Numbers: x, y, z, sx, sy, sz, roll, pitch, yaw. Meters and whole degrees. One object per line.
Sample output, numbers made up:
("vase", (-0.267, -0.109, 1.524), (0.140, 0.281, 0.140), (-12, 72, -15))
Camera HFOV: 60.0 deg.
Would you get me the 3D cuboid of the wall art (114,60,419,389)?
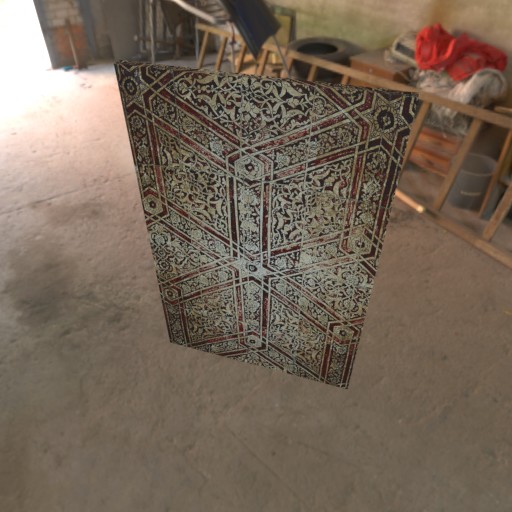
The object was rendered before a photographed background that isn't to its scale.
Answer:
("wall art", (0.000, 0.000, 1.142), (0.599, 0.904, 0.030), (12, 42, 13))
